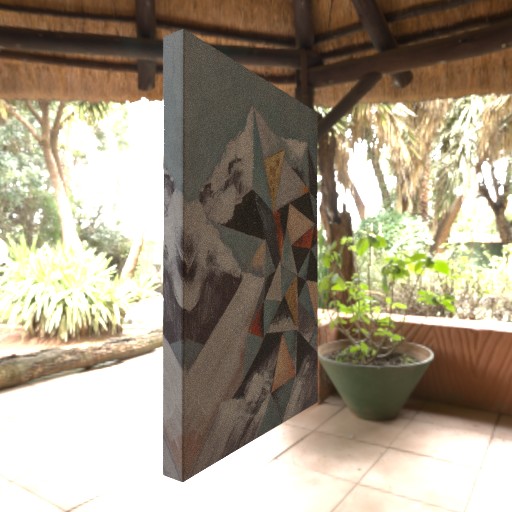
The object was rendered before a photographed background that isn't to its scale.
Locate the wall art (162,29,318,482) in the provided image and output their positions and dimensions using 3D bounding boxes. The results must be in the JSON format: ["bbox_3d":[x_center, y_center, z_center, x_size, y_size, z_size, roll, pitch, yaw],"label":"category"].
[{"bbox_3d":[0.000,0.000,1.154,0.061,0.911,0.609,0,-1,34],"label":"wall art"}]
